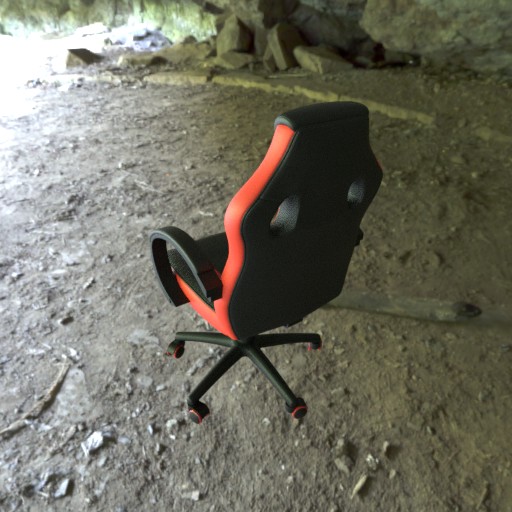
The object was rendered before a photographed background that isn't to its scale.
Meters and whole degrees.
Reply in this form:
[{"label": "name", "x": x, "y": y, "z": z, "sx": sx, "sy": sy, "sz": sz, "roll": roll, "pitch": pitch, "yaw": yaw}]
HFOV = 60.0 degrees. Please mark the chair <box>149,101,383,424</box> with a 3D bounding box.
[{"label": "chair", "x": 0.000, "y": 0.000, "z": 1.391, "sx": 0.600, "sy": 1.016, "sz": 0.642, "roll": -19, "pitch": 35, "yaw": -29}]
